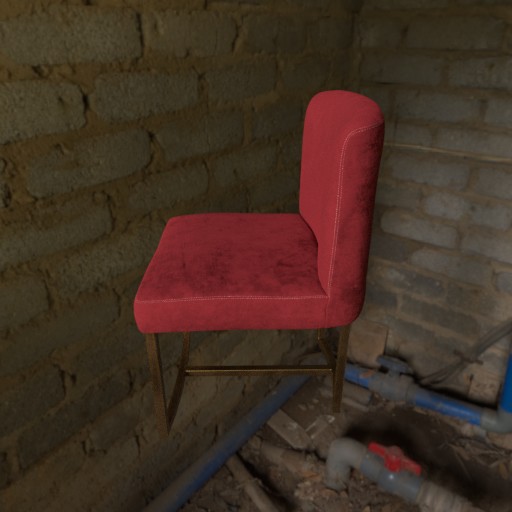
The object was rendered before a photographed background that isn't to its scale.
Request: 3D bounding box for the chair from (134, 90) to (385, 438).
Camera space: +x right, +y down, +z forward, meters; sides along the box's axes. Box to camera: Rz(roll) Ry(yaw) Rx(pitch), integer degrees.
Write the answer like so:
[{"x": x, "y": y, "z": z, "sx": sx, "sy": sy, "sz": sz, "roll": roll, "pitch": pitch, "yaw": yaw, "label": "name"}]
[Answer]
[{"x": 0.000, "y": 0.000, "z": 1.208, "sx": 0.560, "sy": 0.824, "sz": 0.530, "roll": 0, "pitch": 26, "yaw": -1, "label": "chair"}]
